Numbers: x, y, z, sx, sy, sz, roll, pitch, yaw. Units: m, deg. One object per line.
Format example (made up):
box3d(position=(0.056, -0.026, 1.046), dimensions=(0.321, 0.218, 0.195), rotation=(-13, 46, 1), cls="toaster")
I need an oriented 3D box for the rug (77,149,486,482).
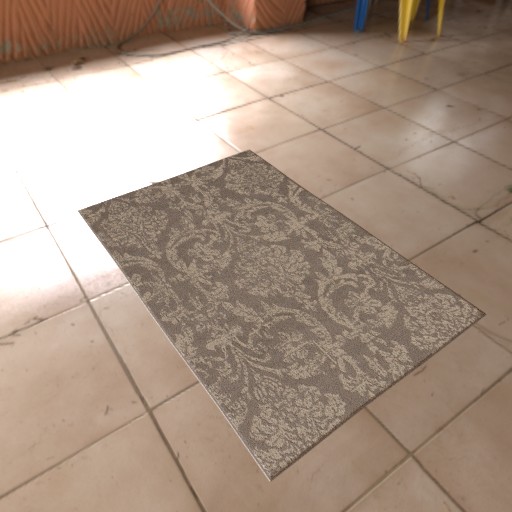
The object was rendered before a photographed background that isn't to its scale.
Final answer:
box3d(position=(0.000, 0.000, 2.249), dimensions=(1.206, 0.012, 1.824), rotation=(-26, 48, -26), cls="rug")
